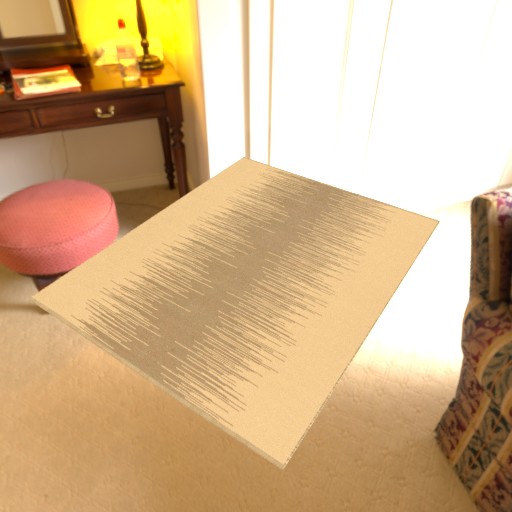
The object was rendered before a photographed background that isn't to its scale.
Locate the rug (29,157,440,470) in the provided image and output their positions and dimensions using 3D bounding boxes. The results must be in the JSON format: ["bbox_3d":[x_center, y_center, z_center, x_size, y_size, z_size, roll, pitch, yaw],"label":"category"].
[{"bbox_3d":[0.000,0.000,4.057,2.453,0.010,3.037,24,45,26],"label":"rug"}]
